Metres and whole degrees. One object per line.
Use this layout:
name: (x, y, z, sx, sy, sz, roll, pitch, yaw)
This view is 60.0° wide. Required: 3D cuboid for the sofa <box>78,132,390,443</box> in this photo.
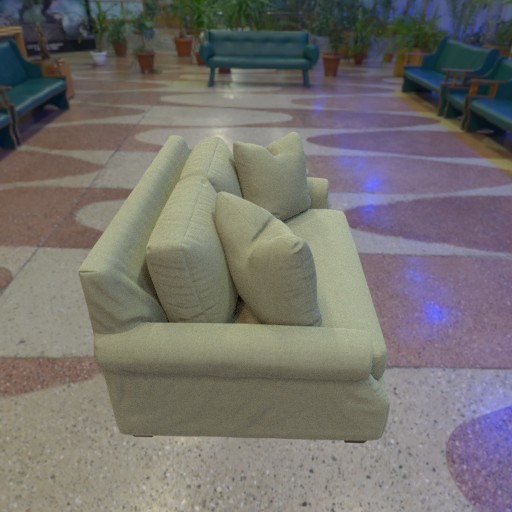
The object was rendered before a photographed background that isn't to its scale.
sofa: (0.000, 0.000, 2.124, 1.070, 0.905, 1.550, 1, 32, 2)
